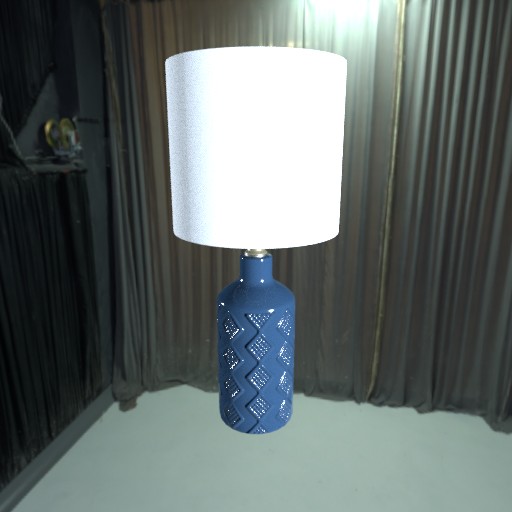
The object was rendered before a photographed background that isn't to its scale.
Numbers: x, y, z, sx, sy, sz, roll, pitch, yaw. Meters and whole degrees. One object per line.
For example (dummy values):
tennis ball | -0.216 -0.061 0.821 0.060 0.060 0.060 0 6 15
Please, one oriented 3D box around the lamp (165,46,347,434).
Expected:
lamp | 0.000 0.000 0.574 0.207 0.461 0.207 2 15 8
